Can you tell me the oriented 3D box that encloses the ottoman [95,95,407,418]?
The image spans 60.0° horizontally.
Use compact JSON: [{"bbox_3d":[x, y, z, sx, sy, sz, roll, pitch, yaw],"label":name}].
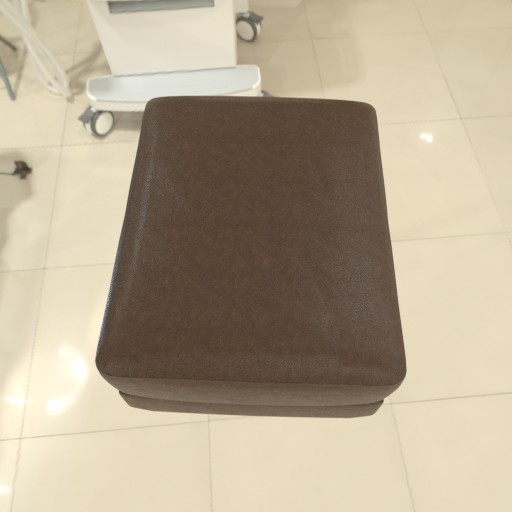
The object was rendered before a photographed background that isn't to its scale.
[{"bbox_3d":[0.000,0.000,1.135,0.603,0.476,0.751,2,63,1],"label":"ottoman"}]
